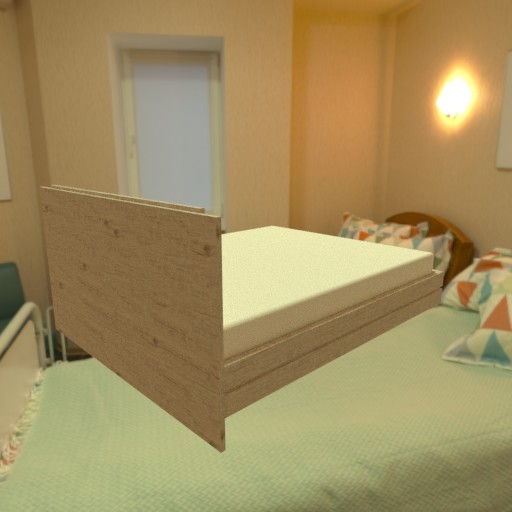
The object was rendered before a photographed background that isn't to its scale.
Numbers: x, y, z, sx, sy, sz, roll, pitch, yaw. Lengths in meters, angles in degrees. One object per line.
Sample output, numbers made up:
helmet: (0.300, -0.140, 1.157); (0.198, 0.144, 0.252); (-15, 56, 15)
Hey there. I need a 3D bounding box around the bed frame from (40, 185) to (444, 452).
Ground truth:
bed frame: (0.000, 0.000, 2.977); (2.080, 0.970, 1.750); (-13, 19, -42)
